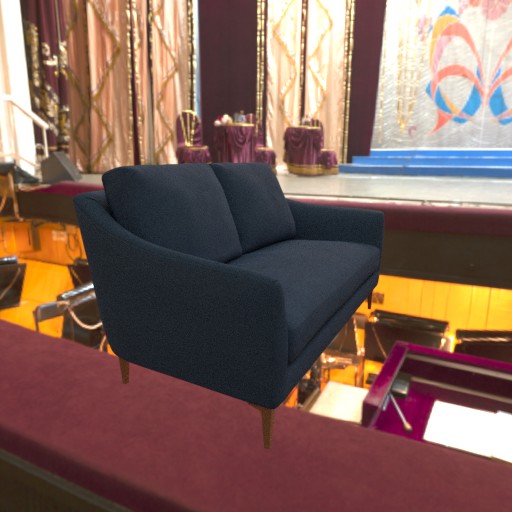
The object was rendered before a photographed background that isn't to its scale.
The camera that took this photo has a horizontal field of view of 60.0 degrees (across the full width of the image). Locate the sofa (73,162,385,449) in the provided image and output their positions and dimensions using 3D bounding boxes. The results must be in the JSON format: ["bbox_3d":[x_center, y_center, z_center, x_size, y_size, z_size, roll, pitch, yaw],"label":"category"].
[{"bbox_3d":[0.000,0.000,2.197,0.960,0.902,1.619,6,15,26],"label":"sofa"}]
